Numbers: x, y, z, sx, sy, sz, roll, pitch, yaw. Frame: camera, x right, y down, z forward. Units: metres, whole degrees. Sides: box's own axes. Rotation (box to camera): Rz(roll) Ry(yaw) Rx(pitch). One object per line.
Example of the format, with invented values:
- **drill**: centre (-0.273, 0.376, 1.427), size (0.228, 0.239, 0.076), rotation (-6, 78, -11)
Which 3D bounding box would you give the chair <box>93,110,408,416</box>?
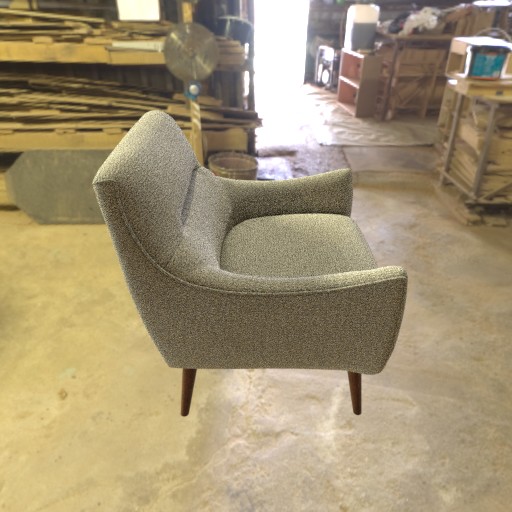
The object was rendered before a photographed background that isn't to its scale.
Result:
- **chair**: centre (0.000, 0.000, 1.470), size (0.787, 0.838, 0.762), rotation (0, 32, 0)
